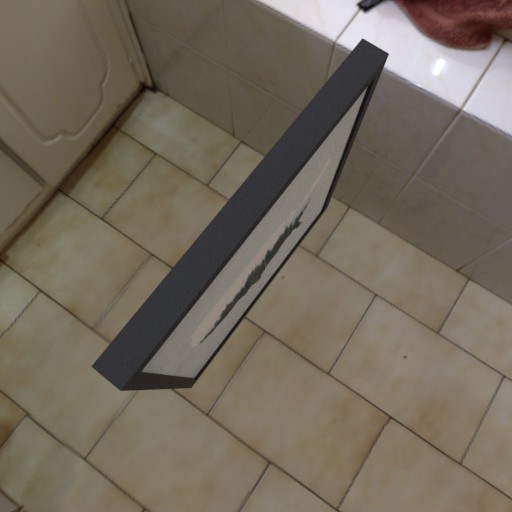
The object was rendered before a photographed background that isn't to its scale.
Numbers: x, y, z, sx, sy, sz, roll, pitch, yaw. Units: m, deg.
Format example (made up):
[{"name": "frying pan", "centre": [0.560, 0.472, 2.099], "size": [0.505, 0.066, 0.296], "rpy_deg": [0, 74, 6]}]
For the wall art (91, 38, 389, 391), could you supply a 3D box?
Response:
[{"name": "wall art", "centre": [0.000, 0.000, 0.750], "size": [0.040, 0.509, 0.509], "rpy_deg": [36, 77, 10]}]
